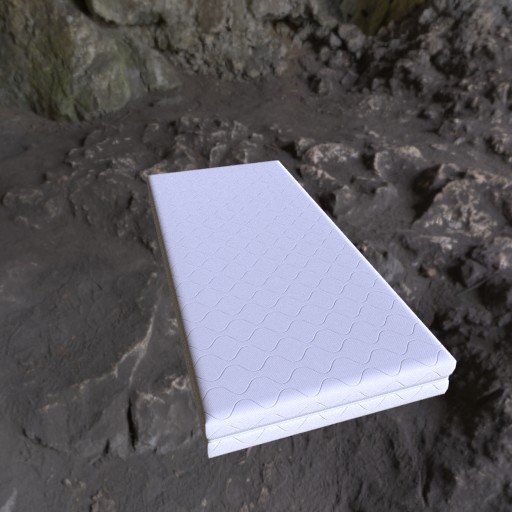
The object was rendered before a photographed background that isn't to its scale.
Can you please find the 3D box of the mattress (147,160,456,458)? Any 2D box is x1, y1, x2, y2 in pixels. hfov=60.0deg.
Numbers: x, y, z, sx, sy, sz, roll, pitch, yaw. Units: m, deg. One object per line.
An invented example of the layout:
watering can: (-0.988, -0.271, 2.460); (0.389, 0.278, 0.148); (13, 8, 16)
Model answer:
mattress: (0.000, 0.000, 2.235); (0.900, 0.200, 1.900); (-10, 35, -14)
